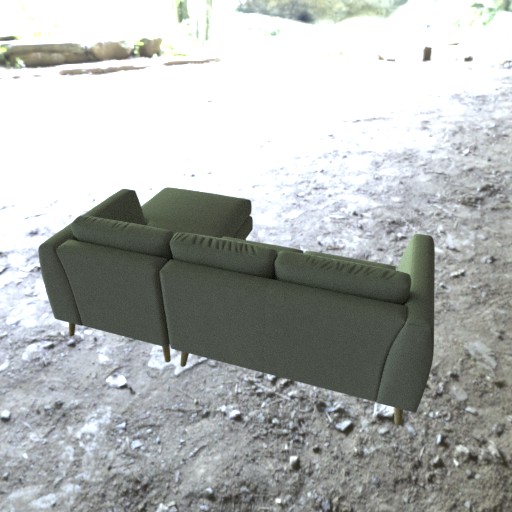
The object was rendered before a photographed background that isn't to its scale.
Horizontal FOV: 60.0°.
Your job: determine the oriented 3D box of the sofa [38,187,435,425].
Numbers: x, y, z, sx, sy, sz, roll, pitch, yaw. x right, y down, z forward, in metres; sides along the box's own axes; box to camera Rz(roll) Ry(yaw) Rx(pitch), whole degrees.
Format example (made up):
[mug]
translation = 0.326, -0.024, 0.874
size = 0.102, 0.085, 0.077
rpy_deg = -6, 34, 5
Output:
[sofa]
translation = 0.000, 0.000, 3.078
size = 2.300, 0.860, 1.580
rpy_deg = 11, 34, 16
